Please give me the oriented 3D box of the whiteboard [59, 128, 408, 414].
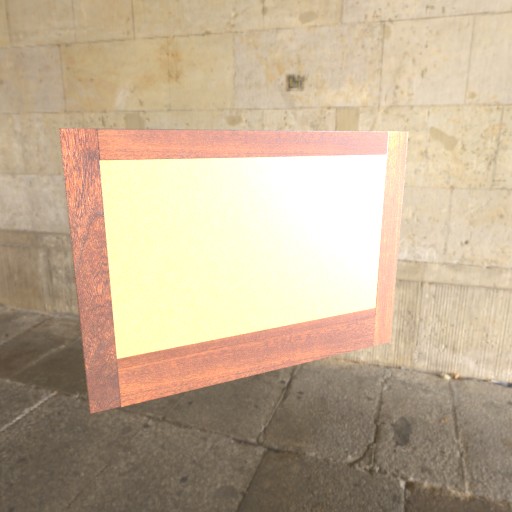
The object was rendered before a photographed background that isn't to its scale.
[{"bbox_3d":[0.000,0.000,1.026,0.783,0.559,0.083,-7,16,-24],"label":"whiteboard"}]
